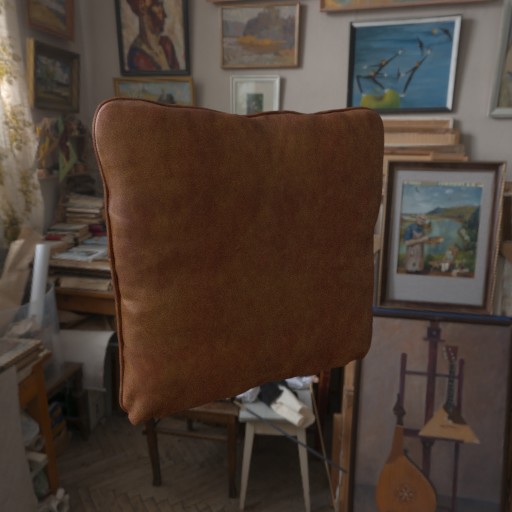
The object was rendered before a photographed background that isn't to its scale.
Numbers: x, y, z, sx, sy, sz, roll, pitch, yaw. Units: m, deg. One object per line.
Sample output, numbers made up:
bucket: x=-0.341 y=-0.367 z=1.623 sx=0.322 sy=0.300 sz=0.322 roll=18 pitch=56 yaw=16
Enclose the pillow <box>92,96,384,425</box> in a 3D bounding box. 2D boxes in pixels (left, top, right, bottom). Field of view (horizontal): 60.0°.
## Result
pillow: x=0.000 y=0.000 z=0.746 sx=0.489 sy=0.490 sz=0.130 roll=-7 pitch=17 yaw=-26
